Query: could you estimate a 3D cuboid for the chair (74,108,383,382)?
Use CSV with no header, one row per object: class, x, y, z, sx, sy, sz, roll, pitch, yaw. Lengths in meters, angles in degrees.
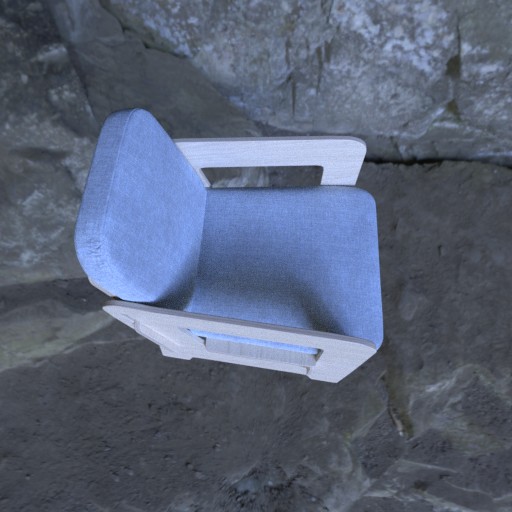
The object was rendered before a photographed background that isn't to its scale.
chair,0.000,0.000,1.275,0.710,0.800,0.590,3,65,2
